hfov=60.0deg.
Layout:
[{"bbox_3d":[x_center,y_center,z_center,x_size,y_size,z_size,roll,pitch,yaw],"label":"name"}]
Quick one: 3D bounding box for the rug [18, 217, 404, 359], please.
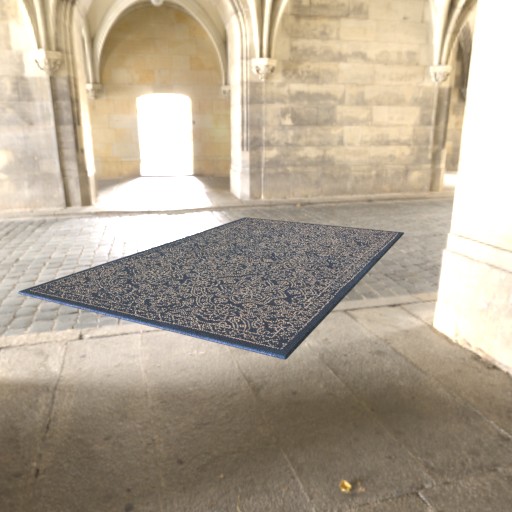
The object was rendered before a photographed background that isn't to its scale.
[{"bbox_3d":[0.000,0.000,3.009,1.526,0.015,2.441,8,17,27],"label":"rug"}]
